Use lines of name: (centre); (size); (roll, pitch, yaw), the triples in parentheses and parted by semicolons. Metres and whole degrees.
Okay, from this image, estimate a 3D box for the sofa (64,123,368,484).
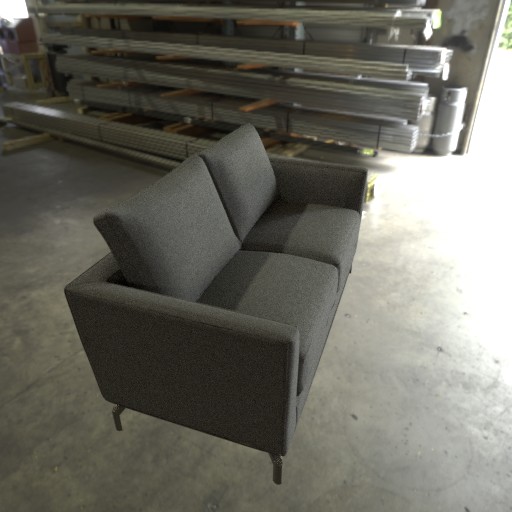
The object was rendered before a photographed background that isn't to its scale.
sofa: (0.000, 0.000, 2.100); (0.803, 0.924, 1.594); (10, 31, 17)
